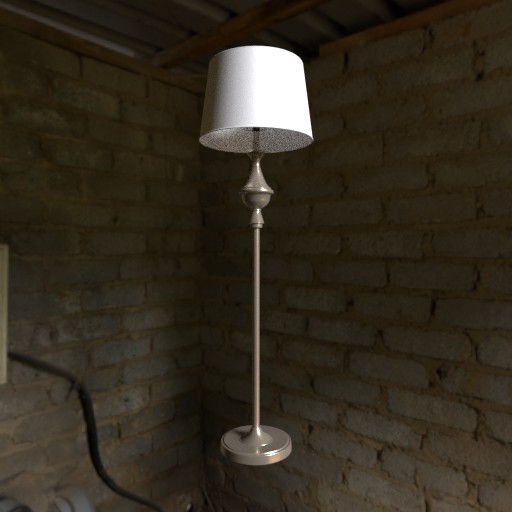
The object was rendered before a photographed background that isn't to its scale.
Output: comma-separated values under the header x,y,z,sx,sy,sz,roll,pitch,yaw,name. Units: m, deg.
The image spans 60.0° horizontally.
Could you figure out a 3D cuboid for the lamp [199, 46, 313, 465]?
x,y,z,sx,sy,sz,roll,pitch,yaw,name
0.000,0.000,1.698,0.431,1.488,0.431,0,2,0,lamp
